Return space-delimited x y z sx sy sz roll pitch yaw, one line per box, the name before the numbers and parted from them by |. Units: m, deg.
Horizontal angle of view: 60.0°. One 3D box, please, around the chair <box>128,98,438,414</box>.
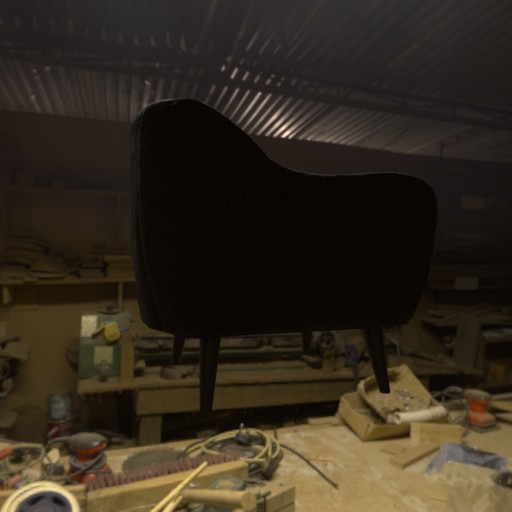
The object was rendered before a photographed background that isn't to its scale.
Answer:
chair | 0.000 0.000 1.477 0.819 0.807 0.840 0 0 -18
